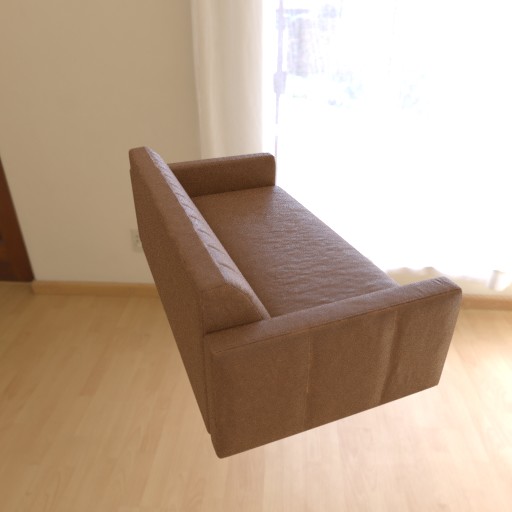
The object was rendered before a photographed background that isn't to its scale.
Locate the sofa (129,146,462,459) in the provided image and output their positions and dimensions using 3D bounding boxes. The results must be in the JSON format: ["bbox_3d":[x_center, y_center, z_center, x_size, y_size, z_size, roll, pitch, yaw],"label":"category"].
[{"bbox_3d":[0.000,0.000,2.303,0.993,0.821,1.847,-11,32,-18],"label":"sofa"}]
